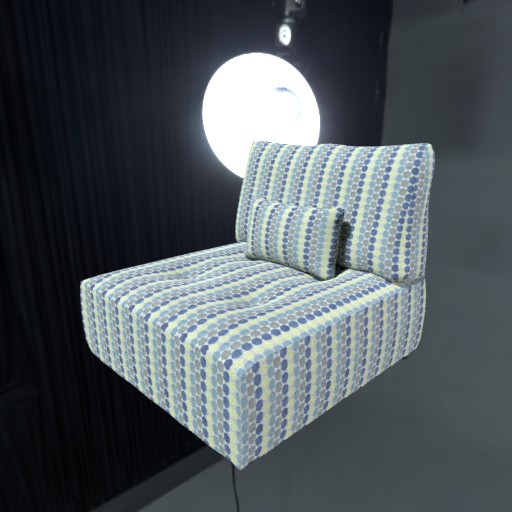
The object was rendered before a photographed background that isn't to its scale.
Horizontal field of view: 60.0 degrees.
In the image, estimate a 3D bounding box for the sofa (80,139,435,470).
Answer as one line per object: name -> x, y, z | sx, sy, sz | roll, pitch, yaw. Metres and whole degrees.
sofa -> 0.000, 0.000, 1.685 | 1.000, 0.830, 0.930 | -15, 22, -42
